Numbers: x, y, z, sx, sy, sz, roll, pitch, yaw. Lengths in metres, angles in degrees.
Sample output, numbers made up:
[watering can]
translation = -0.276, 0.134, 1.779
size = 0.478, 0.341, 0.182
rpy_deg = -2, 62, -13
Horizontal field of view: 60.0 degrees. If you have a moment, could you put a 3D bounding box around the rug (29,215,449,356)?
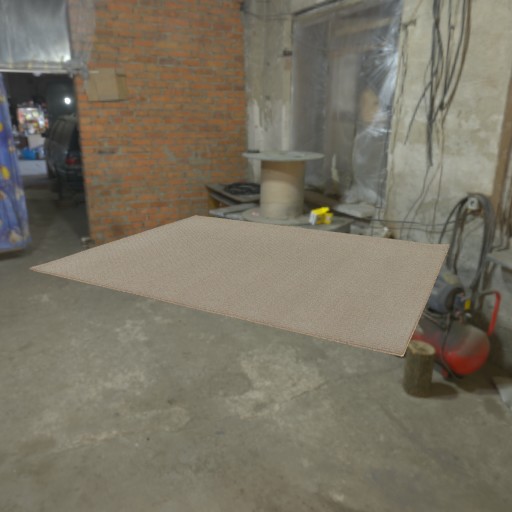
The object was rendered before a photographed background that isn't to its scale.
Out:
[rug]
translation = 0.000, 0.000, 3.837
size = 2.897, 0.035, 2.277
rpy_deg = 9, 20, 27
